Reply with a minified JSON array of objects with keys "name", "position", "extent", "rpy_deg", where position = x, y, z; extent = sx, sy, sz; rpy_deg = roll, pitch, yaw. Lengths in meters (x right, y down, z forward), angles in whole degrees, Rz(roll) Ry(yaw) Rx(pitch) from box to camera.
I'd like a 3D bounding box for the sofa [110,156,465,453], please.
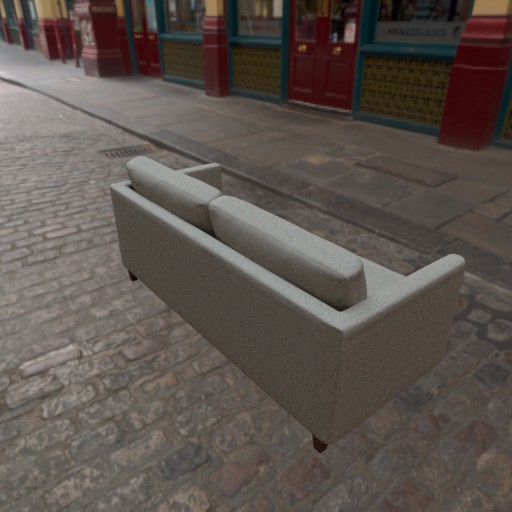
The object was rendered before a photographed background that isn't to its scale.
[{"name":"sofa","position":[0.000,0.000,2.779],"extent":[0.956,0.963,2.208],"rpy_deg":[-20,34,-34]}]
